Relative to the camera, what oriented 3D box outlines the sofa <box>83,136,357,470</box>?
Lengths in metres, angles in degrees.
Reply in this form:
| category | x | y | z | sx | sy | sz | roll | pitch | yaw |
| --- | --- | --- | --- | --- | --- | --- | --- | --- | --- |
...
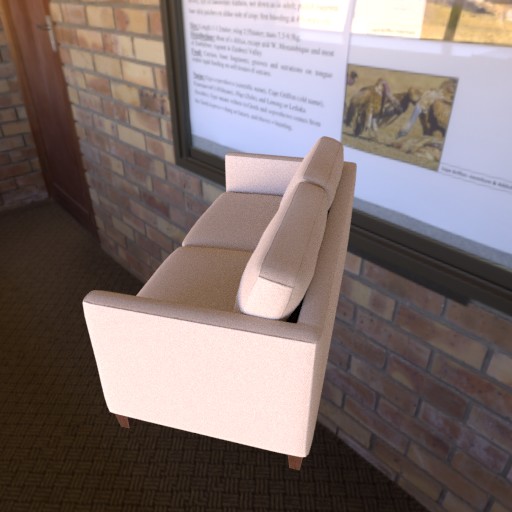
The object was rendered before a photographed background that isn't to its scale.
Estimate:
| category | x | y | z | sx | sy | sz | roll | pitch | yaw |
| --- | --- | --- | --- | --- | --- | --- | --- | --- | --- |
| sofa | 0.000 | 0.000 | 2.286 | 0.873 | 0.888 | 1.722 | 8 | 32 | 13 |
